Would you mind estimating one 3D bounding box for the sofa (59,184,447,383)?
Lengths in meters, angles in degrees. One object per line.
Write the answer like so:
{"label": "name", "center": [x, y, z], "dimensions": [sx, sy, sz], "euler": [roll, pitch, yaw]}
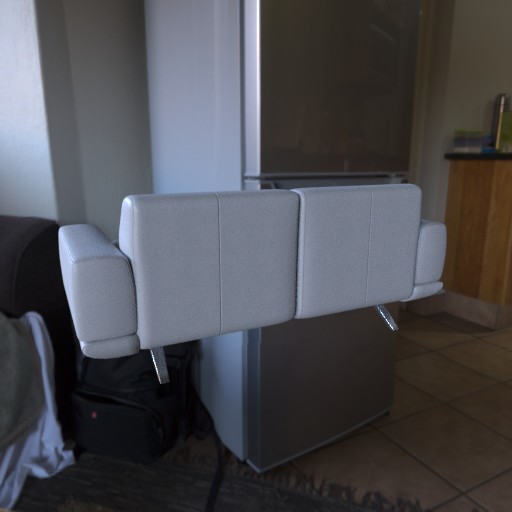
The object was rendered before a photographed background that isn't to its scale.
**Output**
{"label": "sofa", "center": [0.000, 0.000, 2.386], "dimensions": [1.901, 0.772, 0.900], "euler": [-6, 15, -26]}
